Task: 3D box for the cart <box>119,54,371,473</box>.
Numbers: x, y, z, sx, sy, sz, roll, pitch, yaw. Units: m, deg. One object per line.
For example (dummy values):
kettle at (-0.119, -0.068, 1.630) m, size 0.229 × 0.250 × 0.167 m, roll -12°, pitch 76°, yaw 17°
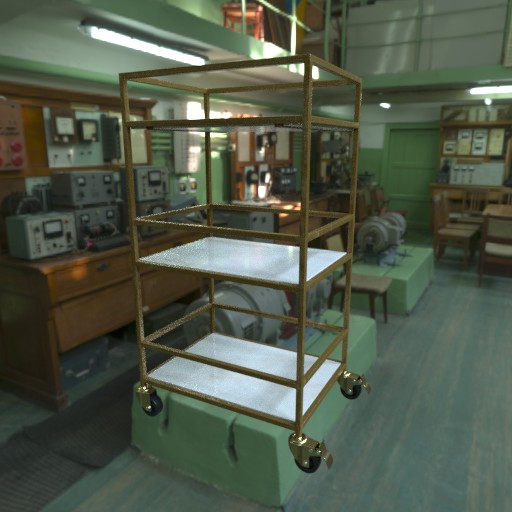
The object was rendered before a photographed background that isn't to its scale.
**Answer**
cart at (0.000, 0.000, 0.996) m, size 0.483 × 0.761 × 0.332 m, roll 7°, pitch 16°, yaw 27°
